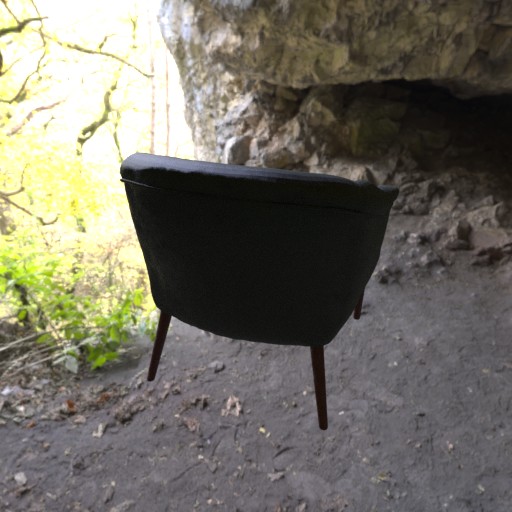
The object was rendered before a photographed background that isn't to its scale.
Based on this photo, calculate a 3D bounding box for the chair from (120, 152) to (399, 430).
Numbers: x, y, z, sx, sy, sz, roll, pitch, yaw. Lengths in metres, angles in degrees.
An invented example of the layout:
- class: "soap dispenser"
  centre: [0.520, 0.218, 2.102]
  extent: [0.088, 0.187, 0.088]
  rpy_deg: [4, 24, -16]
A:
- class: "chair"
  centre: [0.000, 0.000, 1.510]
  extent: [0.851, 0.885, 0.776]
  rpy_deg: [10, 33, 16]
